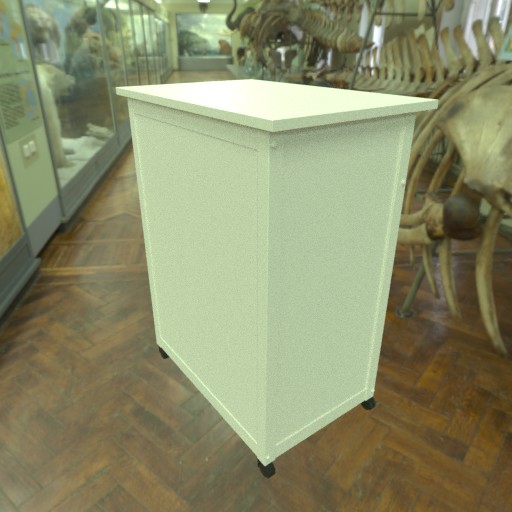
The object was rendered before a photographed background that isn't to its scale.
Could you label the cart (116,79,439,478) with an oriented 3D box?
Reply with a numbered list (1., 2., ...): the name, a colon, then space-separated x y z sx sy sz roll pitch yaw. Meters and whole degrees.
1. cart: 0.000 0.000 1.241 0.442 0.864 0.683 -18 31 -32
